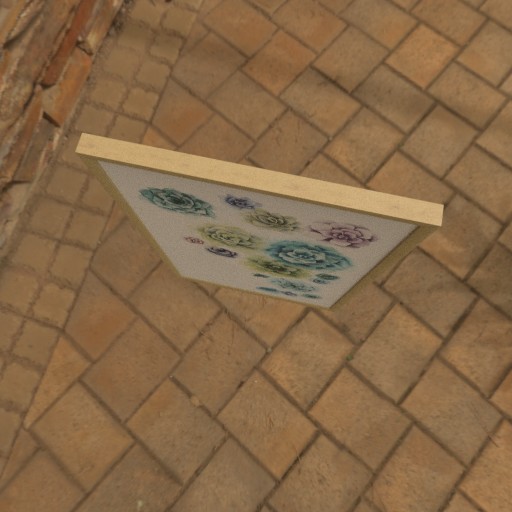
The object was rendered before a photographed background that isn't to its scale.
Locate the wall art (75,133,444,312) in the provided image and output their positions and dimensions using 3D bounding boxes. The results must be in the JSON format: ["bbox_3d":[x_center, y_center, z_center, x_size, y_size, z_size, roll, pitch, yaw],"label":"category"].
[{"bbox_3d":[0.000,0.000,0.994,0.510,0.810,0.039,12,75,3],"label":"wall art"}]
